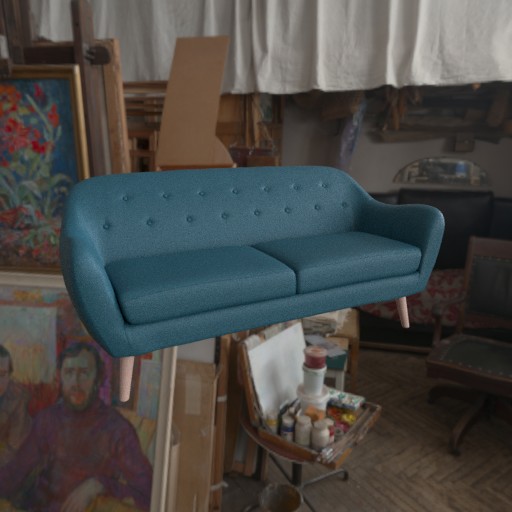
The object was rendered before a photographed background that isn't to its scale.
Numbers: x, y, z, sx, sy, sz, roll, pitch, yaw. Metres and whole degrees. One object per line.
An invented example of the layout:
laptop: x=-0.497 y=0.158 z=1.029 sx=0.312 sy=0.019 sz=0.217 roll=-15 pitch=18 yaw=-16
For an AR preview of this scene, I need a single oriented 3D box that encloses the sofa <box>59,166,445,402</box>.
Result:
sofa: x=0.000 y=0.000 z=2.274 sx=1.840 sy=0.836 sz=0.820 roll=-8 pitch=18 yaw=-26
